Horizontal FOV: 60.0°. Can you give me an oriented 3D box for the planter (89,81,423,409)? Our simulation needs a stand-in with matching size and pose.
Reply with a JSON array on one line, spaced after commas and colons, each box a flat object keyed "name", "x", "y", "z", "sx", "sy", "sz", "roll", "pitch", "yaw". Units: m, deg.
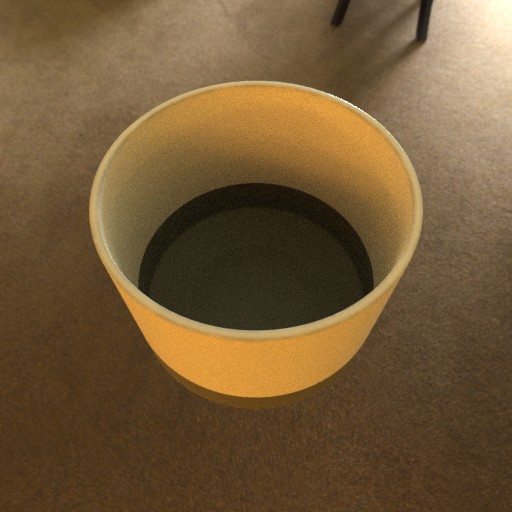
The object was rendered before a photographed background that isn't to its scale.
[{"name": "planter", "x": 0.000, "y": 0.000, "z": 0.218, "sx": 0.128, "sy": 0.105, "sz": 0.128, "roll": 0, "pitch": 58, "yaw": 0}]
